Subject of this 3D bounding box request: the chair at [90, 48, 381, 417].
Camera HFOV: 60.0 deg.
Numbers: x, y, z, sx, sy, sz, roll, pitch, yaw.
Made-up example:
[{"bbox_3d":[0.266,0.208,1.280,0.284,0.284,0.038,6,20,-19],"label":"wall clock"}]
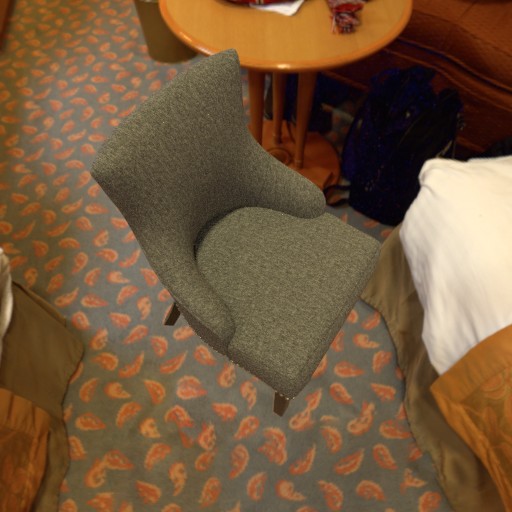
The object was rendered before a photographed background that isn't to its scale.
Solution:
[{"bbox_3d":[0.000,0.000,1.322,0.629,0.909,0.566,29,62,17],"label":"chair"}]
